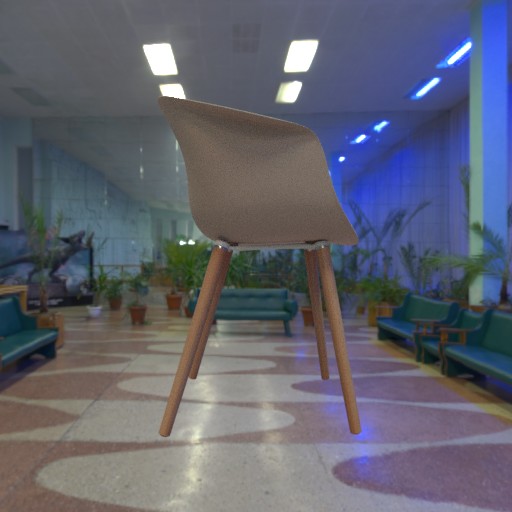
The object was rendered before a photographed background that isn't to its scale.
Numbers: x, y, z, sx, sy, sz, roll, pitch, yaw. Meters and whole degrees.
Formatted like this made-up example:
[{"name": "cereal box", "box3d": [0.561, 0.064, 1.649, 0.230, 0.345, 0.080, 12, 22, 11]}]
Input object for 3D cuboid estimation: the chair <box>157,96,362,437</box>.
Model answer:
[{"name": "chair", "box3d": [0.000, 0.000, 1.177, 0.504, 0.781, 0.593, 0, 1, 0]}]
